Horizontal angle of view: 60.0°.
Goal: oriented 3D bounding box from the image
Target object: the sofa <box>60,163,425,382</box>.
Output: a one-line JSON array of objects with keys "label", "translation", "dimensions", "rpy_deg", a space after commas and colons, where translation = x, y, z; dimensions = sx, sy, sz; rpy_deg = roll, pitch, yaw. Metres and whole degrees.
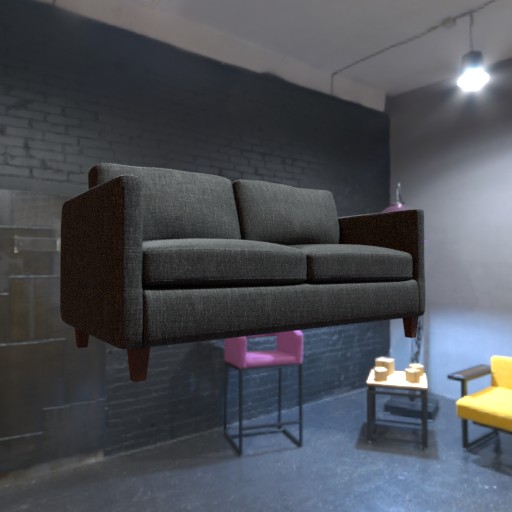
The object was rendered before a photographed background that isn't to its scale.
[{"label": "sofa", "translation": [0.000, 0.000, 2.488], "dimensions": [1.884, 0.963, 0.950], "rpy_deg": [1, -1, -35]}]
